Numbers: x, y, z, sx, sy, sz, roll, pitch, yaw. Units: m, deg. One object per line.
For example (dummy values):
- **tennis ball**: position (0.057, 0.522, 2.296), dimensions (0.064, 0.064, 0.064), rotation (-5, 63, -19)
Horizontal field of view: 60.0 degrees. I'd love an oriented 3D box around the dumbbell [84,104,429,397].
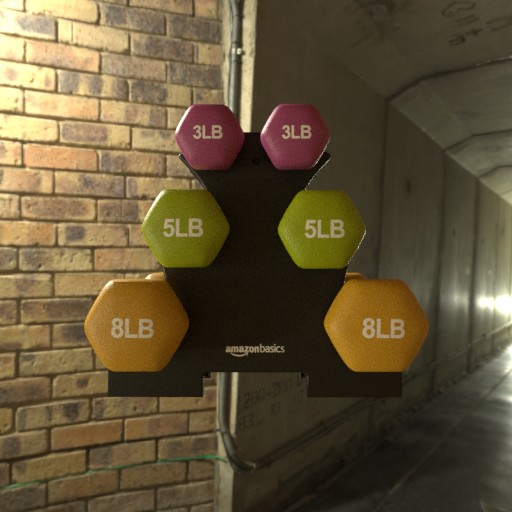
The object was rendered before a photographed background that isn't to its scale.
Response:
- **dumbbell**: position (0.000, 0.000, 0.464), dimensions (0.300, 0.271, 0.190), rotation (0, 0, 0)
